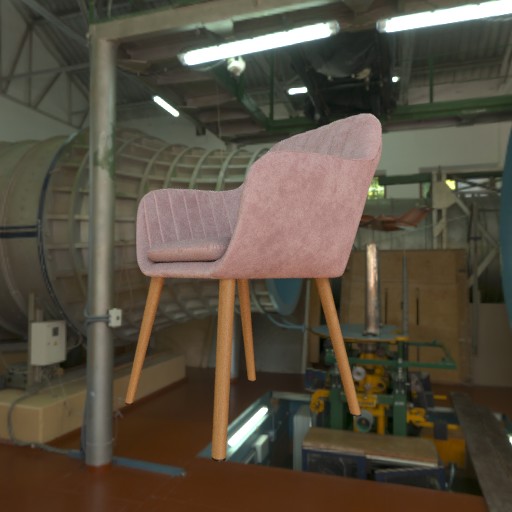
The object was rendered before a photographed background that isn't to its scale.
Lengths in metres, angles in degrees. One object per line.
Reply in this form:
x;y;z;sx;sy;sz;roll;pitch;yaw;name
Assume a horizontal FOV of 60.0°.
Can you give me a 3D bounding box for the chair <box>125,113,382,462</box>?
0.000;0.000;1.245;0.570;0.832;0.610;1;-2;-38;chair
